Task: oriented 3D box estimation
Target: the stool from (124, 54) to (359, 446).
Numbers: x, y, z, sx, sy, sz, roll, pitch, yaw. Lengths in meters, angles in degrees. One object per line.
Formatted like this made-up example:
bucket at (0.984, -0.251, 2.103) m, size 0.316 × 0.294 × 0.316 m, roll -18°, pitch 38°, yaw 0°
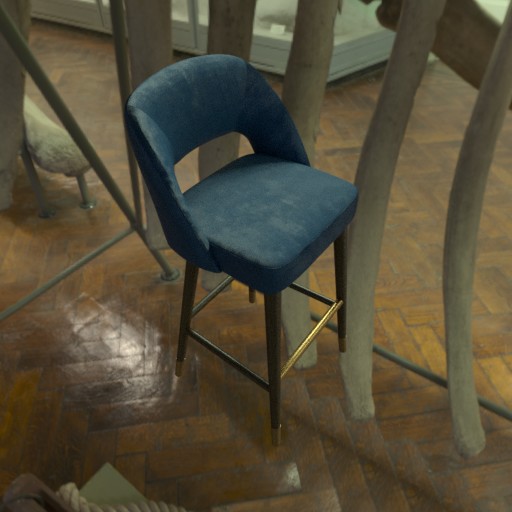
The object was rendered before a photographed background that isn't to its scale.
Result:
stool at (0.000, 0.000, 1.315) m, size 0.515 × 1.016 × 0.514 m, roll 26°, pitch 48°, yaw 26°
